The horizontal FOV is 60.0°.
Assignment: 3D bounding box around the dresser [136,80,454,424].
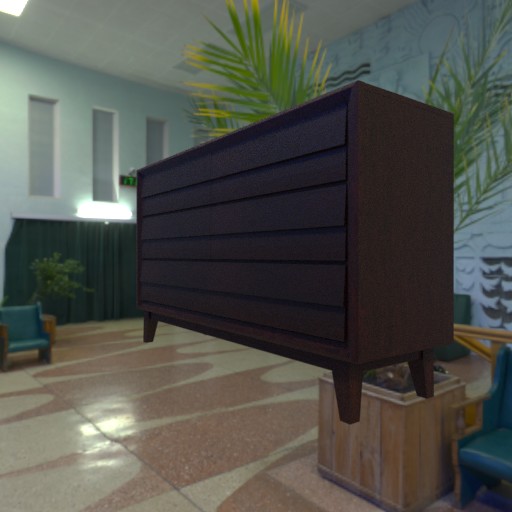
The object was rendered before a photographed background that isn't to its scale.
[{"bbox_3d":[0.000,0.000,2.012,0.499,0.971,1.609,0,0,-37],"label":"dresser"}]
